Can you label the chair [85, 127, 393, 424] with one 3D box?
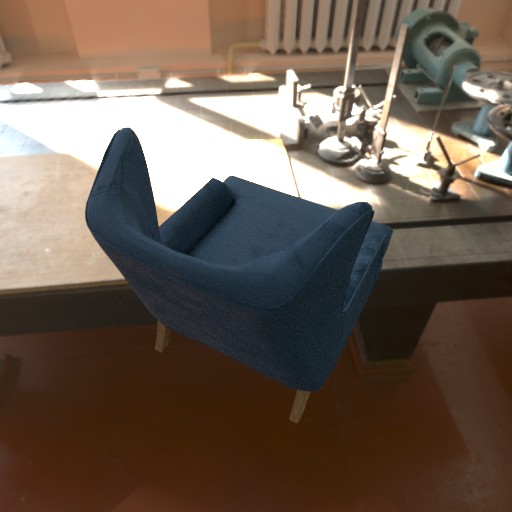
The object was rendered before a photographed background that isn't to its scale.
[{"bbox_3d":[0.000,0.000,1.605,0.793,0.952,0.910,21,49,20],"label":"chair"}]
